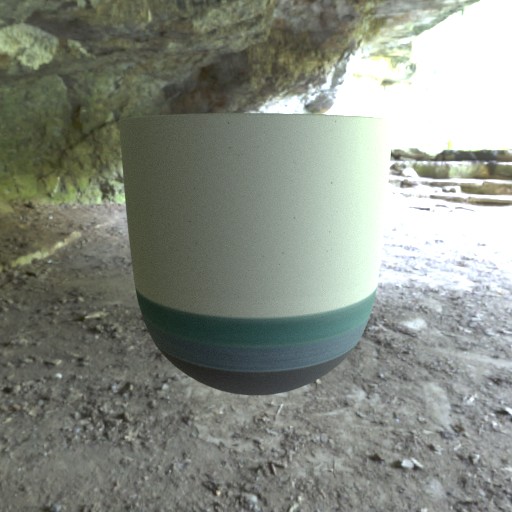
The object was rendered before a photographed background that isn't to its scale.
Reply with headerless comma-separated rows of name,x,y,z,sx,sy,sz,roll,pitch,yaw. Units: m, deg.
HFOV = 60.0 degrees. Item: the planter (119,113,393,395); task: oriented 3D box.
planter,0.000,0.000,0.370,0.204,0.214,0.204,0,14,0
